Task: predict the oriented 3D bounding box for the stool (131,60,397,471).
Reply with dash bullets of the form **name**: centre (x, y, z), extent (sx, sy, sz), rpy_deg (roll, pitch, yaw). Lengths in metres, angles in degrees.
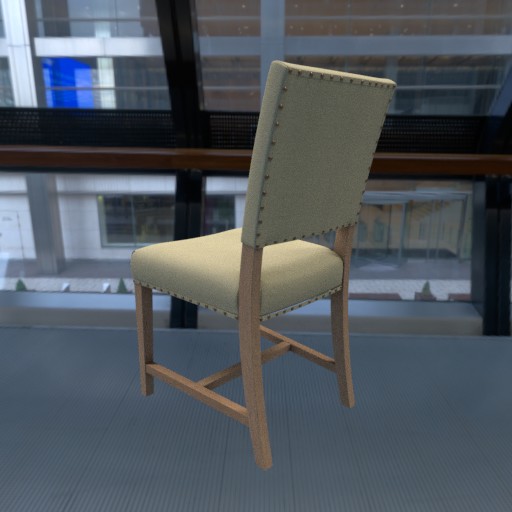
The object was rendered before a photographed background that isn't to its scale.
- **stool**: centre (0.000, 0.000, 1.333), extent (0.508, 0.986, 0.623), rpy_deg (-15, 21, -43)
